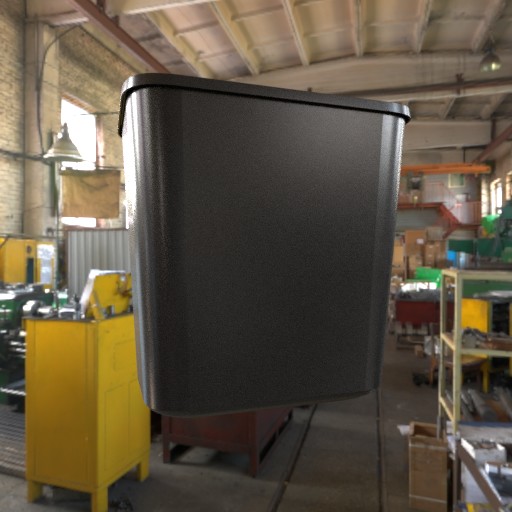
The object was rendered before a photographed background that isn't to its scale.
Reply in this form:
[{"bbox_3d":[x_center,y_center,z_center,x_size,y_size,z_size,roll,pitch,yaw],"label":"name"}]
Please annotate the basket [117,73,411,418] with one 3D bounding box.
[{"bbox_3d":[0.000,0.000,0.507,0.300,0.307,0.211,0,0,-19],"label":"basket"}]
